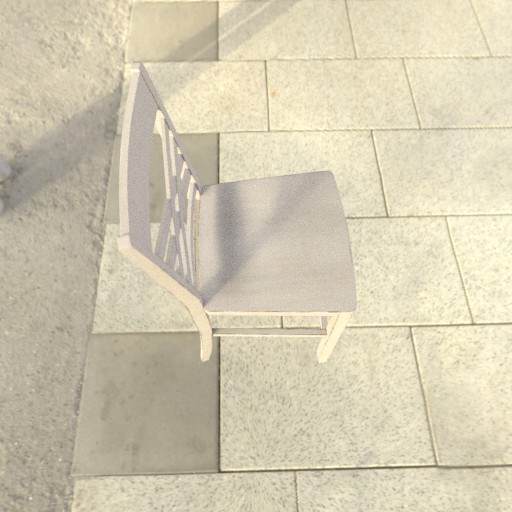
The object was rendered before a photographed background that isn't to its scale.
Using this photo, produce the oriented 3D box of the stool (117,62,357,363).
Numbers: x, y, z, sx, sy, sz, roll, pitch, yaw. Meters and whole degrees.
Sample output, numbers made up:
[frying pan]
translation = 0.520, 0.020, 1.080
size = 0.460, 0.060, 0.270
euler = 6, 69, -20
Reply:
[stool]
translation = 0.000, 0.000, 1.359
size = 0.539, 1.079, 0.462
euler = -4, 64, -2
